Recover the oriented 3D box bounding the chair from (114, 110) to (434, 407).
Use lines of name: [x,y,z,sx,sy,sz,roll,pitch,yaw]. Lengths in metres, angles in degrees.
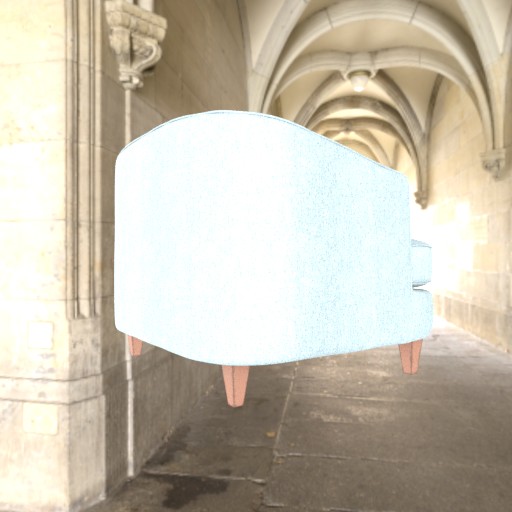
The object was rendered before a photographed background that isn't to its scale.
chair: [0.000,0.000,1.790,0.945,0.852,1.094,0,0,-36]
